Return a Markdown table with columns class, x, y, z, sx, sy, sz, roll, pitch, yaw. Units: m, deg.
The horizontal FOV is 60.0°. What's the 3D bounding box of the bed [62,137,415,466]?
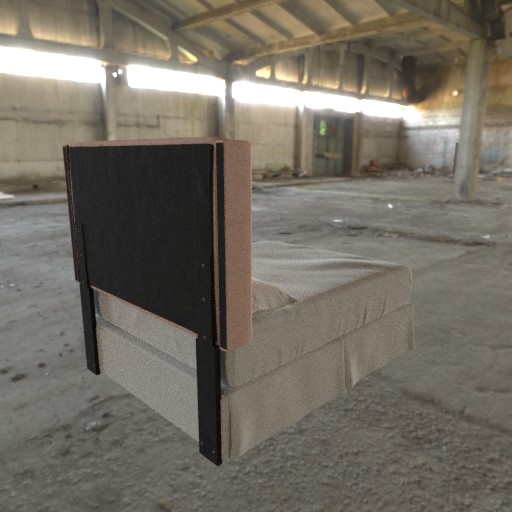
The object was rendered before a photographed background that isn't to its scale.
| class | x | y | z | sx | sy | sz | roll | pitch | yaw |
| --- | --- | --- | --- | --- | --- | --- | --- | --- | --- |
| bed | 0.000 | 0.000 | 3.346 | 2.066 | 1.665 | 1.719 | -13 | 18 | -44 |
